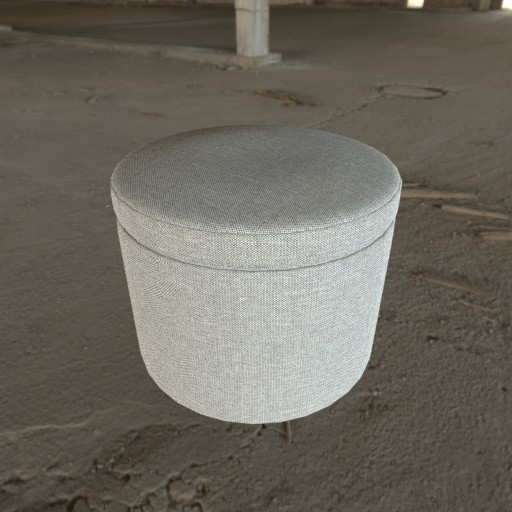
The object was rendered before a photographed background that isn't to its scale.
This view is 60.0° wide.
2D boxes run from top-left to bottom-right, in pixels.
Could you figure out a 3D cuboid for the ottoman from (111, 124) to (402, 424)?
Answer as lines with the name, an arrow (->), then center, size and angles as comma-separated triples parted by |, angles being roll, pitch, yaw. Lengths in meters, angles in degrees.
ottoman -> 0.000, 0.000, 0.881 | 0.500, 0.419, 0.500 | 0, 32, 0
